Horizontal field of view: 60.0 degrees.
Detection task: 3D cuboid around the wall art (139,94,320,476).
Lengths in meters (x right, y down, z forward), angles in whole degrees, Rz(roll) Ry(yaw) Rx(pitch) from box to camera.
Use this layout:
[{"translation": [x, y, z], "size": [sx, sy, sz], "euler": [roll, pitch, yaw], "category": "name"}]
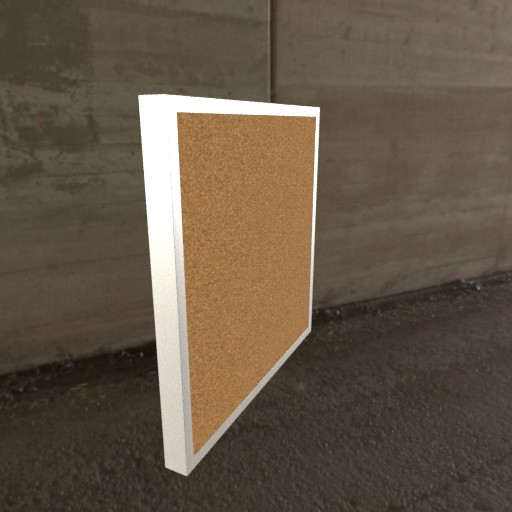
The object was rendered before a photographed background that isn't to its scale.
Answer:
[{"translation": [0.000, 0.000, 0.775], "size": [0.038, 0.505, 0.506], "euler": [8, 19, 25], "category": "wall art"}]
